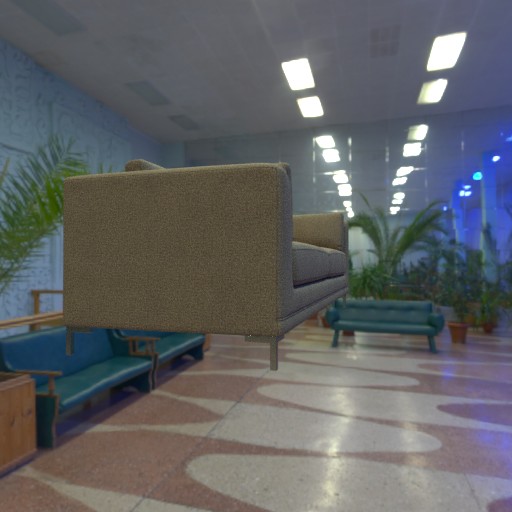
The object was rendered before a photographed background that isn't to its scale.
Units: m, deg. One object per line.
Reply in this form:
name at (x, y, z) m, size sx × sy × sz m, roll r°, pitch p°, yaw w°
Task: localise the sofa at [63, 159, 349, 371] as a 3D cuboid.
sofa at (0.000, 0.000, 2.883) m, size 0.969 × 0.867 × 2.415 m, roll 0°, pitch -1°, yaw 17°
